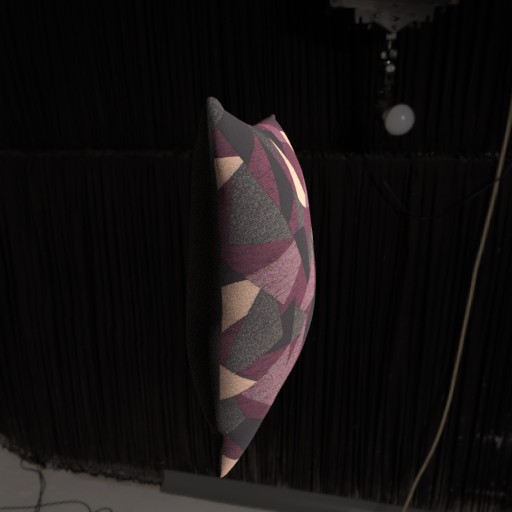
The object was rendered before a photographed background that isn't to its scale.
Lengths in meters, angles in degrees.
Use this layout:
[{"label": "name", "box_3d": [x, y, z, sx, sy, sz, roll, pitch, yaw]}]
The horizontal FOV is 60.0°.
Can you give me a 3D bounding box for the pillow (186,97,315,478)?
[{"label": "pillow", "box_3d": [0.000, 0.000, 0.772, 0.208, 0.496, 0.503, 3, 17, 10]}]
